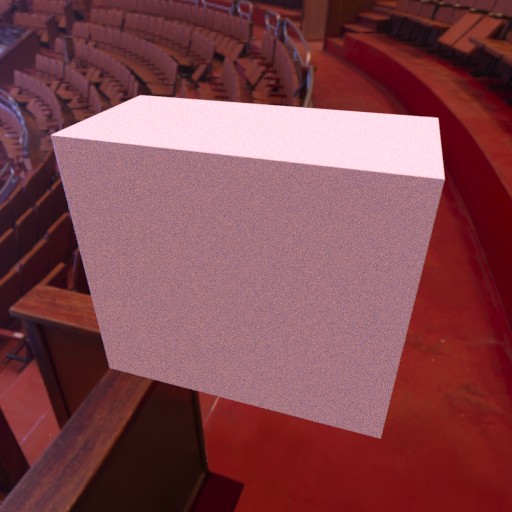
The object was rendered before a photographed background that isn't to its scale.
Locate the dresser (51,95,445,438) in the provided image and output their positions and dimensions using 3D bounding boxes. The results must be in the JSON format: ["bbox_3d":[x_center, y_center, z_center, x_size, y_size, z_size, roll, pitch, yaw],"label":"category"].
[{"bbox_3d":[0.000,0.000,1.253,0.830,0.740,0.420,10,34,15],"label":"dresser"}]
